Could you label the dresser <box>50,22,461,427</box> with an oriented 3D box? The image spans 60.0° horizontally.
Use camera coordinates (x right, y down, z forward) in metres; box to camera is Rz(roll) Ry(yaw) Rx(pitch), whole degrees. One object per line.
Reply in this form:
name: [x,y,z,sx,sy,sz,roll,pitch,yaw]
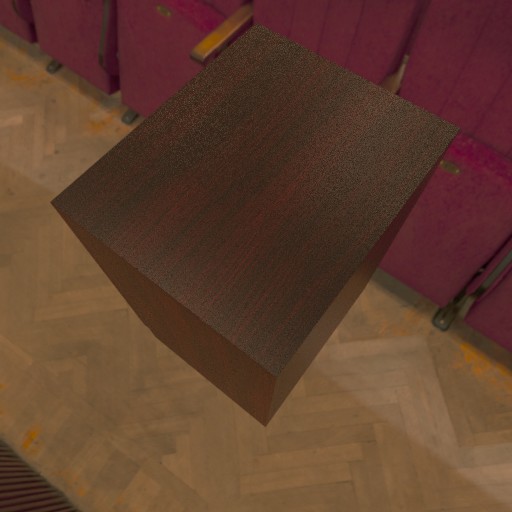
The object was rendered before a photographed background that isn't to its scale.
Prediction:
dresser: [0.000,0.000,0.804,0.360,0.560,0.400,35,69,15]
